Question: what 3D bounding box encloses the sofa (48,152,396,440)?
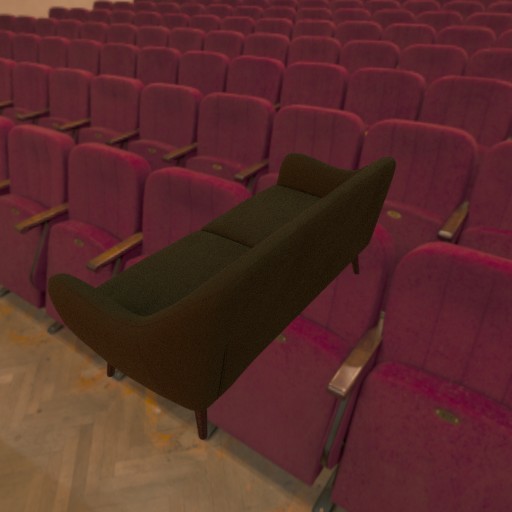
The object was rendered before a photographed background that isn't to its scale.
[{"bbox_3d":[0.000,0.000,2.293,0.820,0.836,1.840,21,38,30],"label":"sofa"}]
